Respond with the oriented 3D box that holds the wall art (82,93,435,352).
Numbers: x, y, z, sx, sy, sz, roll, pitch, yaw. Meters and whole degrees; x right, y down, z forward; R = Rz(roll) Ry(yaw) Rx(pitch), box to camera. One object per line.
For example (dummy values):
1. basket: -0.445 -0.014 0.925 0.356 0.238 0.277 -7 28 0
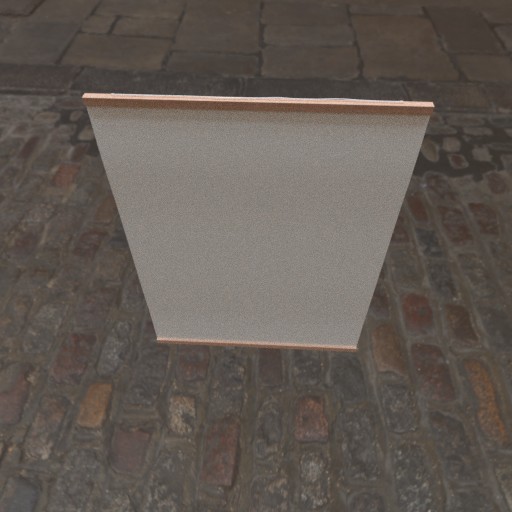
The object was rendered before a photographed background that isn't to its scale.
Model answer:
1. wall art: 0.000 0.000 1.326 0.758 1.013 0.020 2 48 2
